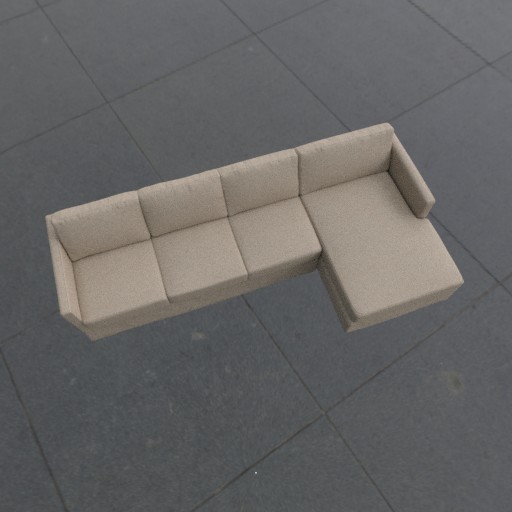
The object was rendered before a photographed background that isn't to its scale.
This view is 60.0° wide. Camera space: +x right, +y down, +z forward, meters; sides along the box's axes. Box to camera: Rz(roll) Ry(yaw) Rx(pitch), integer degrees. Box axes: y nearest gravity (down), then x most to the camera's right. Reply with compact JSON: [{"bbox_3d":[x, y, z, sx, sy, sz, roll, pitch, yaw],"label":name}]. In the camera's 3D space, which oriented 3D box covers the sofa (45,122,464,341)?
[{"bbox_3d":[0.000,0.000,3.803,3.177,0.867,1.622,-17,65,-8],"label":"sofa"}]
